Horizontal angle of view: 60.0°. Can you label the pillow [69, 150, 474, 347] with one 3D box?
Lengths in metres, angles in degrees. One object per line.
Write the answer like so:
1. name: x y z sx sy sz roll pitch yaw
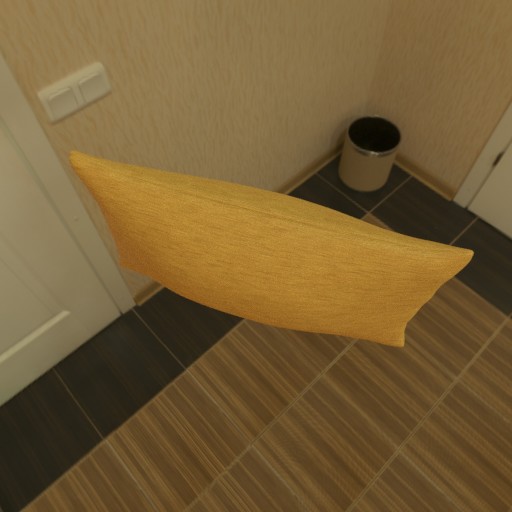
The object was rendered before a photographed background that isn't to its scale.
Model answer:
1. pillow: 0.000 0.000 0.805 0.634 0.354 0.210 15 60 9
